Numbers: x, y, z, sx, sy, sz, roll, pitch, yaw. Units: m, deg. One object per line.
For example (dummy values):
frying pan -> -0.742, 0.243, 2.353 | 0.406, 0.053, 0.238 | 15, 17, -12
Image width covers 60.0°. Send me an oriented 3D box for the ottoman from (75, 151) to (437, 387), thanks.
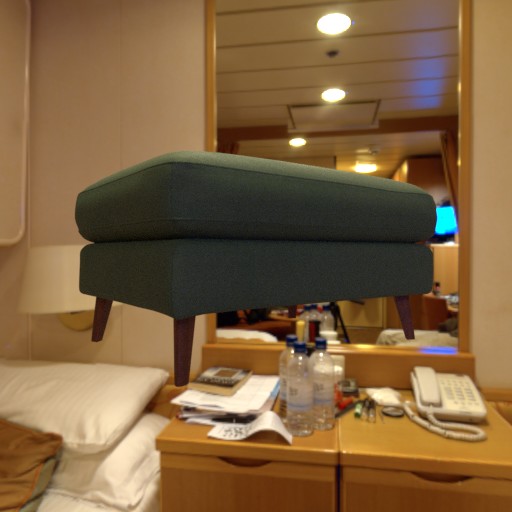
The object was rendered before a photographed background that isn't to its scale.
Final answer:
ottoman -> 0.000, 0.000, 1.184 | 0.811, 0.449, 0.608 | 0, 1, -37
